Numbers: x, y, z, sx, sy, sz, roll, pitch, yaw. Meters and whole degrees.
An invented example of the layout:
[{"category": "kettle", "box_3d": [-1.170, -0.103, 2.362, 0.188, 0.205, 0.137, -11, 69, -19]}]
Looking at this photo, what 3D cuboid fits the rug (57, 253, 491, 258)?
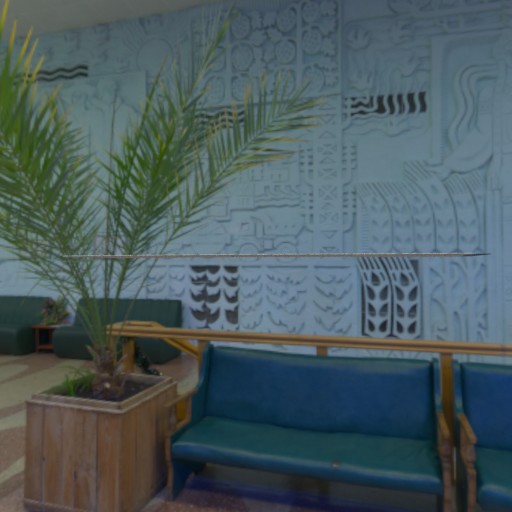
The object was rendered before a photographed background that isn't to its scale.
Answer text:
[{"category": "rug", "box_3d": [0.000, 0.000, 2.593, 2.372, 0.008, 0.620, 0, -1, 18]}]
